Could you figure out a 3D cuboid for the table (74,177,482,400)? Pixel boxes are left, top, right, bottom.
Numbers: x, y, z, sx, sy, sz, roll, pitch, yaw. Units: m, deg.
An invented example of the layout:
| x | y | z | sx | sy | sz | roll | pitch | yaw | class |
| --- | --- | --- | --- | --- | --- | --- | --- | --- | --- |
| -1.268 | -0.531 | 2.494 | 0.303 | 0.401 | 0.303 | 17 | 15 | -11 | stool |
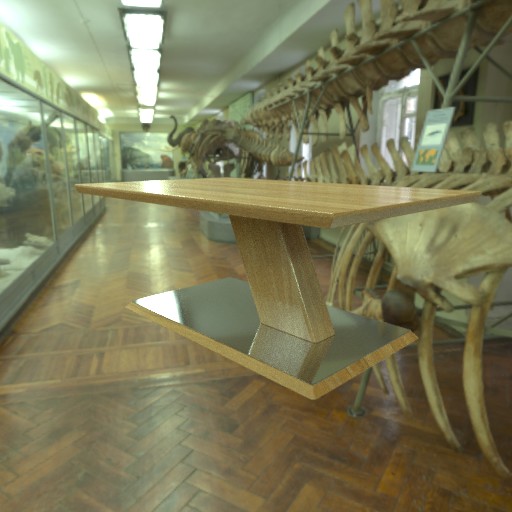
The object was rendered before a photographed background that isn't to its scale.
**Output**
| x | y | z | sx | sy | sz | roll | pitch | yaw | class |
| --- | --- | --- | --- | --- | --- | --- | --- | --- | --- |
| 0.000 | 0.000 | 1.436 | 0.692 | 0.441 | 1.100 | -12 | 18 | -43 | table |
